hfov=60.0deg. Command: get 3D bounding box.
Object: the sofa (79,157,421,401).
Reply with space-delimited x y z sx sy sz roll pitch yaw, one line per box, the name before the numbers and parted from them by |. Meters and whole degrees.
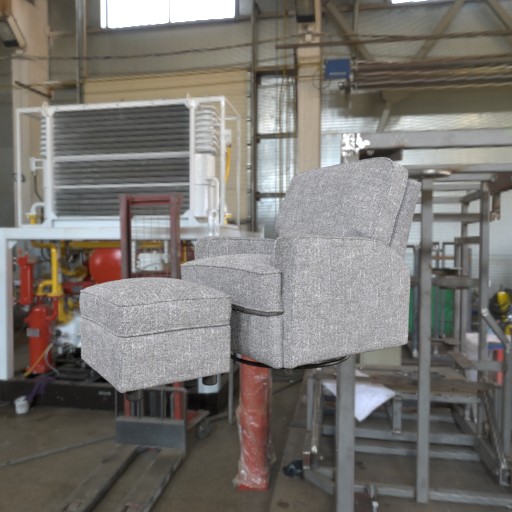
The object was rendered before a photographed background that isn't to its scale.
sofa | 0.000 0.000 2.069 1.472 0.959 0.861 -1 2 -35
